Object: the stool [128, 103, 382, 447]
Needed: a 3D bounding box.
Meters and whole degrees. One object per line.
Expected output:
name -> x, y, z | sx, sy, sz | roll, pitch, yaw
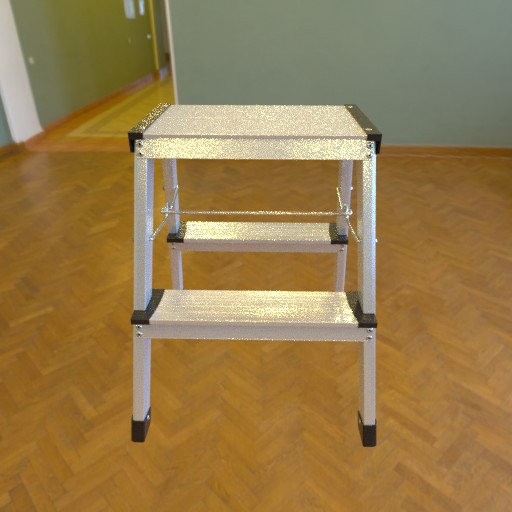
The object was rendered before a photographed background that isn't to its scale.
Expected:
stool -> 0.000, 0.000, 0.781 | 0.404, 0.480, 0.405 | 1, 29, 1
